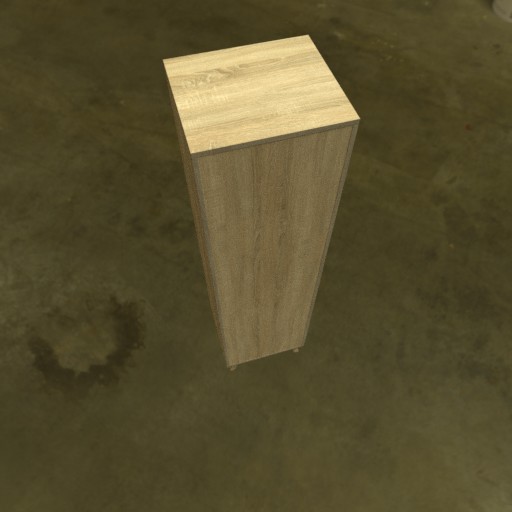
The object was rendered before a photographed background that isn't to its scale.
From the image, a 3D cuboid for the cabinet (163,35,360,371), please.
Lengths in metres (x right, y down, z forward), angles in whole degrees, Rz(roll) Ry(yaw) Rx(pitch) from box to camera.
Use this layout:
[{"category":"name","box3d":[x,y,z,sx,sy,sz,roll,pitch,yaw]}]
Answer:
[{"category":"cabinet","box3d":[0.000,0.000,2.214,0.510,1.960,0.450,-14,59,-9]}]
